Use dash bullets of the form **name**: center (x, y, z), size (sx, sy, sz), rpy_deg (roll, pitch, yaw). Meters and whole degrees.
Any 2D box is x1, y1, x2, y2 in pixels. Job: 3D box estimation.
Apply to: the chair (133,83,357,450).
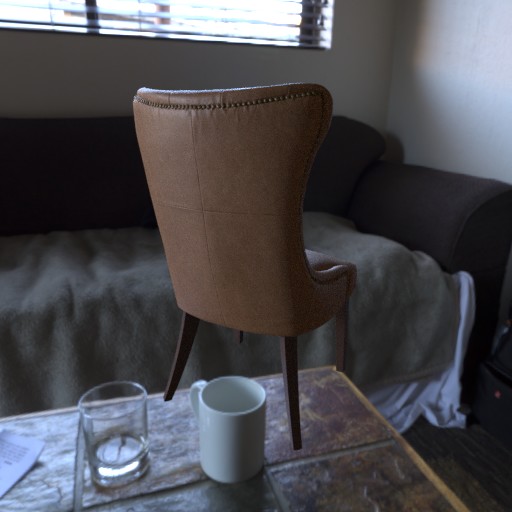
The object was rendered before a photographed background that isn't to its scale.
- **chair**: center (0.000, 0.000, 1.509), size (0.611, 1.065, 0.669), rpy_deg (10, 20, 27)
